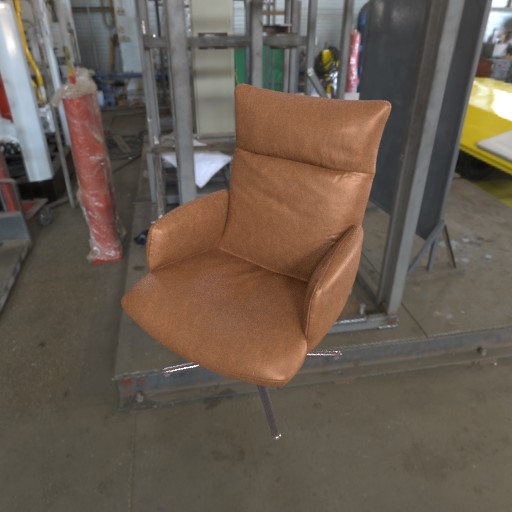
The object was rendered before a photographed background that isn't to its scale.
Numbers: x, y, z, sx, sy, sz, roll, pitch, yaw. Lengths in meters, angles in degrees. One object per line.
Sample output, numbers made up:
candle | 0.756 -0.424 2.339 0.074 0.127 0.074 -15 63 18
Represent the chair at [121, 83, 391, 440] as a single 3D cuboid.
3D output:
chair | 0.000 0.000 1.585 0.711 1.027 0.794 19 35 29
